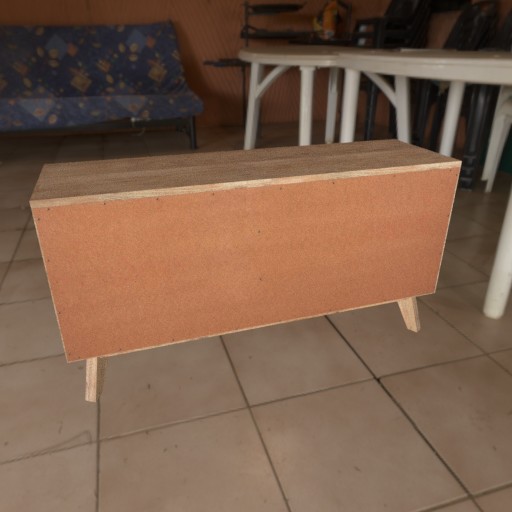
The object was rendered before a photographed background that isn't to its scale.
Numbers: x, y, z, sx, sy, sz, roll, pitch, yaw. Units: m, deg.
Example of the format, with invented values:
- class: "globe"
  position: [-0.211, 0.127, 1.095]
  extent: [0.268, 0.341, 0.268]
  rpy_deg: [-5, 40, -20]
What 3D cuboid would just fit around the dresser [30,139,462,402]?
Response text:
- class: "dresser"
  position: [0.000, 0.000, 1.894]
  extent: [1.554, 0.805, 0.455]
  rpy_deg: [-8, 27, -16]
